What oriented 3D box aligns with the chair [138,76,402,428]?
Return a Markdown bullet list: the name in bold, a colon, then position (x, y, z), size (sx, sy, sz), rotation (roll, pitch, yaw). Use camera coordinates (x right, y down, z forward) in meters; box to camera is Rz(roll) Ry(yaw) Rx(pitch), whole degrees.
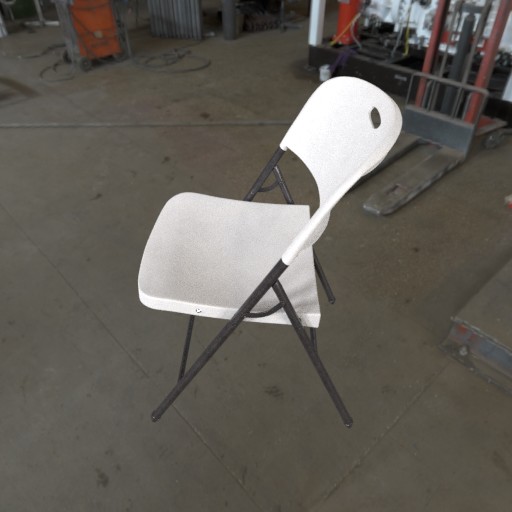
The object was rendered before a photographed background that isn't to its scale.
- **chair**: position (0.000, 0.000, 1.142), size (0.566, 0.810, 0.494), rotation (1, 41, 1)
